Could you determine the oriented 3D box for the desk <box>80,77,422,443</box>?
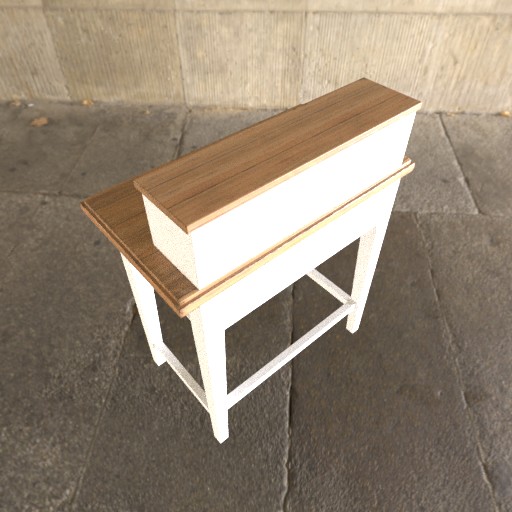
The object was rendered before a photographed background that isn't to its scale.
[{"bbox_3d":[0.000,0.000,1.422,0.814,0.981,0.462,-32,54,-27],"label":"desk"}]
